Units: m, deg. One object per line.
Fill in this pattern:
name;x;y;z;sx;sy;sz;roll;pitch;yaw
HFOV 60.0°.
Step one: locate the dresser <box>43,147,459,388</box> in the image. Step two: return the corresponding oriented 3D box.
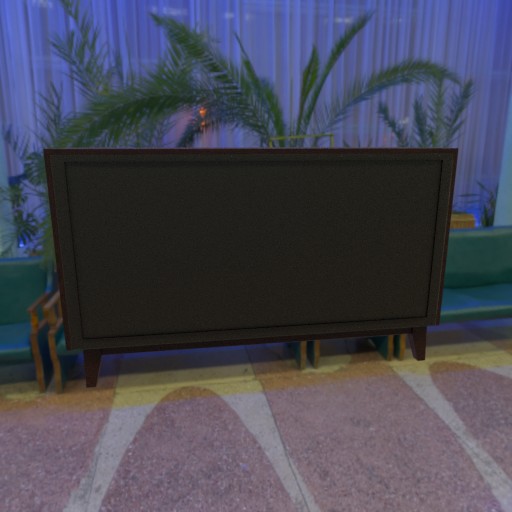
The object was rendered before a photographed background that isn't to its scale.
dresser;0.000;0.000;2.049;1.609;0.971;0.499;-2;14;-9
